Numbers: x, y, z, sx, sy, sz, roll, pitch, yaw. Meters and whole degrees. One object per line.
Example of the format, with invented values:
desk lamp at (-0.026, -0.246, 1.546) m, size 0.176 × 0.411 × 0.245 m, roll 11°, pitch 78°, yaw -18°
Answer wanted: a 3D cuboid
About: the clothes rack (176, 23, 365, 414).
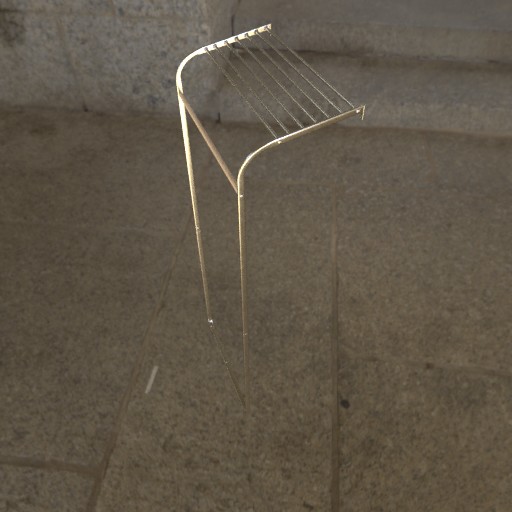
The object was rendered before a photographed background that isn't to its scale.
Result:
clothes rack at (0.000, 0.000, 1.838) m, size 0.349 × 1.574 × 0.609 m, roll -17°, pitch 49°, yaw -15°
